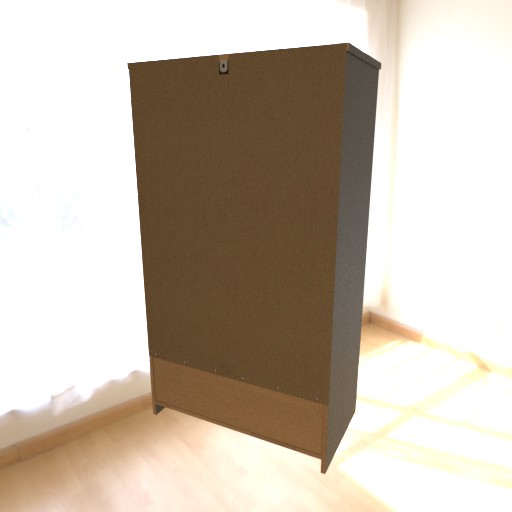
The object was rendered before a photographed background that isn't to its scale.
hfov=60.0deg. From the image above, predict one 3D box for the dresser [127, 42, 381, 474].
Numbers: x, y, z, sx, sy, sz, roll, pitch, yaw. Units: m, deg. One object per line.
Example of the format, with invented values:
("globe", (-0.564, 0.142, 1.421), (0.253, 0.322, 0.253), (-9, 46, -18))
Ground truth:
("dresser", (0.000, 0.000, 1.558), (0.704, 1.255, 0.399), (8, 17, 26))
